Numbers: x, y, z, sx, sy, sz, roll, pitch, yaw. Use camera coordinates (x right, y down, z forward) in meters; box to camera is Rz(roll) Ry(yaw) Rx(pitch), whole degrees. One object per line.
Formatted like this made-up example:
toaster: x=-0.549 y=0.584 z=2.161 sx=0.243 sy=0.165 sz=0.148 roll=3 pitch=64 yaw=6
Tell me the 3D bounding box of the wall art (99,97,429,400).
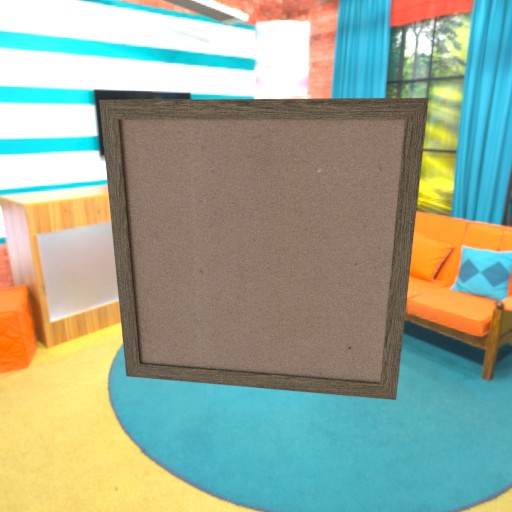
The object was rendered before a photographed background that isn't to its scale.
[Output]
wall art: x=0.000 y=0.000 z=0.761 sx=0.508 sy=0.508 sz=0.019 roll=3 pitch=17 yaw=8
